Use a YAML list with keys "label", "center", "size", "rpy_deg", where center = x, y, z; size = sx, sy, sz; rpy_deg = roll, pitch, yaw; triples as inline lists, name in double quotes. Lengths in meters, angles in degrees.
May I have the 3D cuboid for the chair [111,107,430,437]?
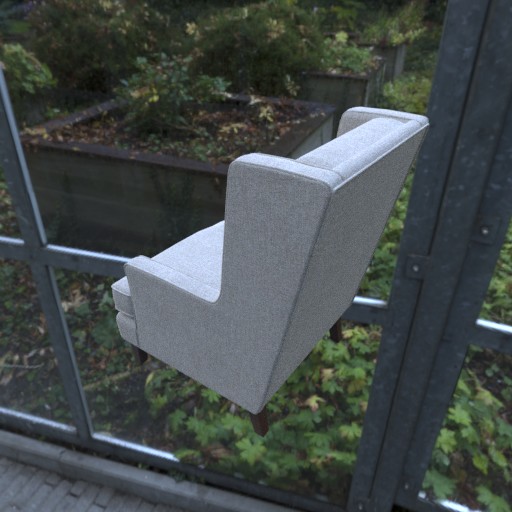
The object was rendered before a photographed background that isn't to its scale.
- label: "chair"
  center: [0.000, 0.000, 1.763]
  size: [0.948, 1.082, 0.764]
  rpy_deg: [20, 36, 30]
